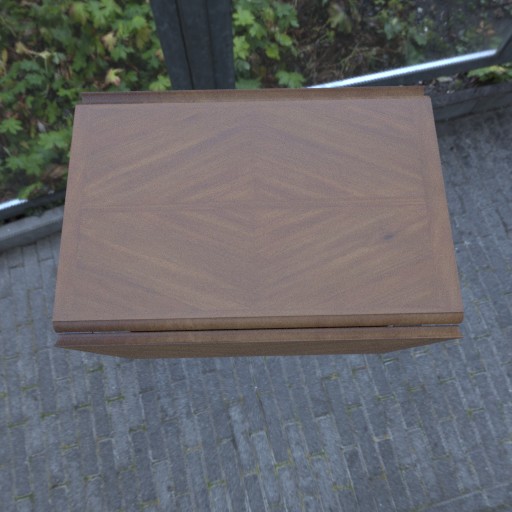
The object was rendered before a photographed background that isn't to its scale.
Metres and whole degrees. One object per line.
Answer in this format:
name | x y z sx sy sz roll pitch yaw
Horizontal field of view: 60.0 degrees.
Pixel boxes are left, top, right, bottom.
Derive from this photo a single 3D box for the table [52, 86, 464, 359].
table | 0.000 0.000 1.594 0.967 0.981 0.701 -1 74 0
